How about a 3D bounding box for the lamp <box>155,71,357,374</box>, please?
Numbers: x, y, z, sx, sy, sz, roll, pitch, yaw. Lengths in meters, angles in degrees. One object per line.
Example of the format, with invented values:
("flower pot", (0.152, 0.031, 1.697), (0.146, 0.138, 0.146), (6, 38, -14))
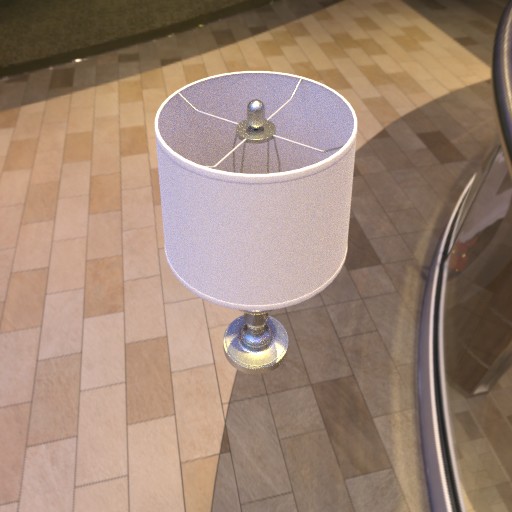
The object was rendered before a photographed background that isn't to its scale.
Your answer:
("lamp", (0.000, 0.000, 0.982), (0.383, 0.733, 0.383), (0, 47, 0))
